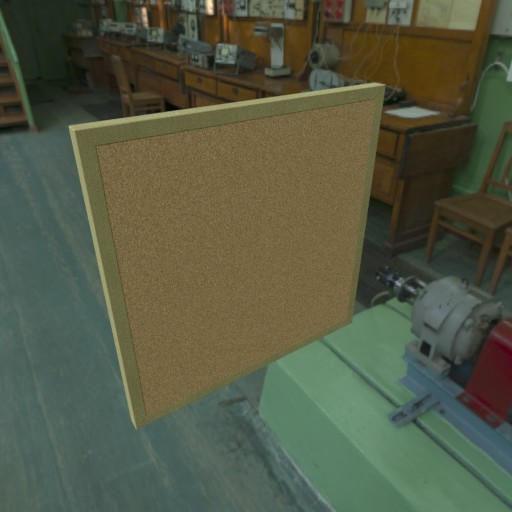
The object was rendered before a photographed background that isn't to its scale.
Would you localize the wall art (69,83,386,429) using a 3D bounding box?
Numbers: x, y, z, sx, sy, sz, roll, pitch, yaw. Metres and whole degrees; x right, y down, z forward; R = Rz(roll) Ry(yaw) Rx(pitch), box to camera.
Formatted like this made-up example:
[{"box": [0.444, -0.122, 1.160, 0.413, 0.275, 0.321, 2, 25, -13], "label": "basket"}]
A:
[{"box": [0.000, 0.000, 1.135, 0.763, 0.763, 0.037, -19, 36, -29], "label": "wall art"}]
